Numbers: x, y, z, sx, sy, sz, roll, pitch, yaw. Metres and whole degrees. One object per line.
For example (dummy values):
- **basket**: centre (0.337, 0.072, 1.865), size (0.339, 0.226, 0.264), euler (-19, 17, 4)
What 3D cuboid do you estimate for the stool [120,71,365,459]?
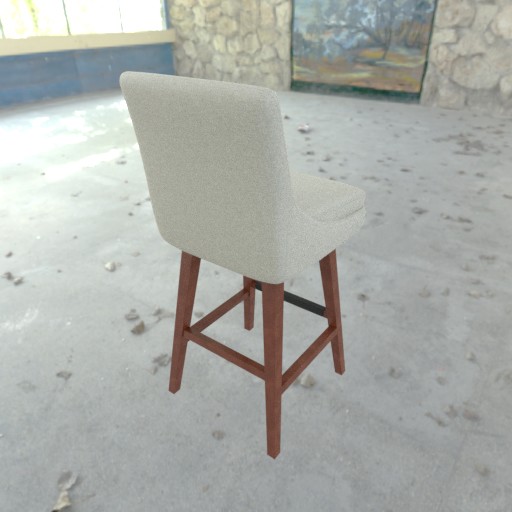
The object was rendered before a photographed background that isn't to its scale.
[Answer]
- **stool**: centre (0.000, 0.000, 1.376), size (0.470, 1.092, 0.559), euler (20, 35, 31)
